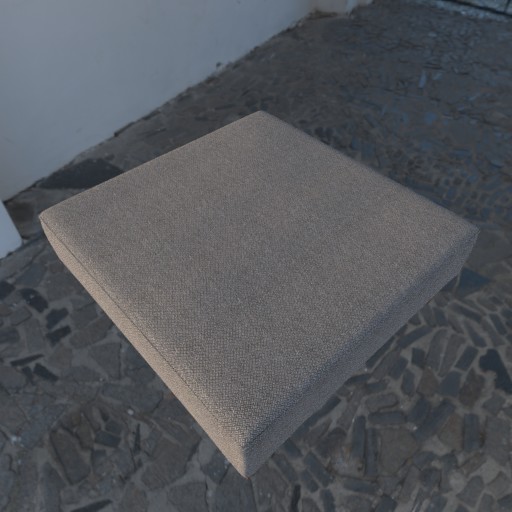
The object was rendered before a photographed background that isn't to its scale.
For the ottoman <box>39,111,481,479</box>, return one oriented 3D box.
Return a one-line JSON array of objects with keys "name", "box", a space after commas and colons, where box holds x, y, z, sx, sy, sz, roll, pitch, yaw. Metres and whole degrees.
[{"name": "ottoman", "box": [0.000, 0.000, 1.464, 0.970, 0.378, 0.981, -34, 55, -28]}]
